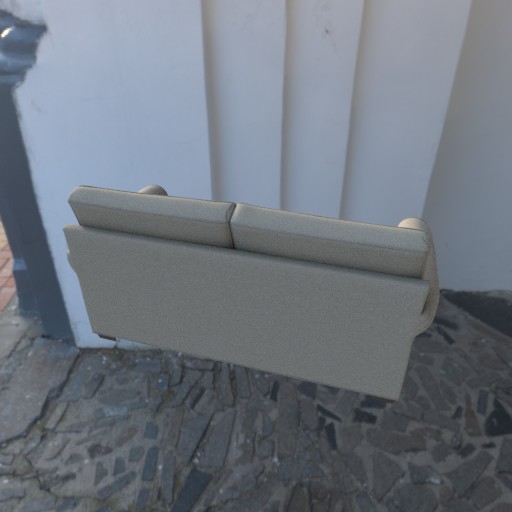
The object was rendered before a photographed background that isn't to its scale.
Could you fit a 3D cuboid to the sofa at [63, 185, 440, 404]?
[{"bbox_3d":[0.000,0.000,2.527,1.930,0.952,0.940,9,33,14],"label":"sofa"}]
